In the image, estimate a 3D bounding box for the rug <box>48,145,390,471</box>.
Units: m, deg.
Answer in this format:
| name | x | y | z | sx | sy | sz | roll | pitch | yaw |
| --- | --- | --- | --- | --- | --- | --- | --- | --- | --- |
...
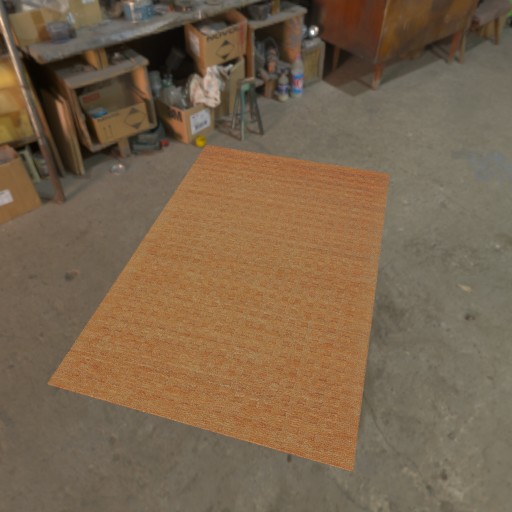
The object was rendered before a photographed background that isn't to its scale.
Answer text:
| name | x | y | z | sx | sy | sz | roll | pitch | yaw |
| --- | --- | --- | --- | --- | --- | --- | --- | --- | --- |
| rug | 0.000 | 0.000 | 2.842 | 1.524 | 0.006 | 2.285 | 11 | 47 | 11 |
